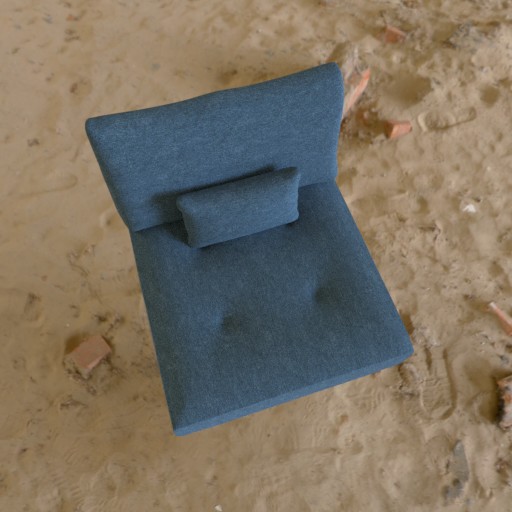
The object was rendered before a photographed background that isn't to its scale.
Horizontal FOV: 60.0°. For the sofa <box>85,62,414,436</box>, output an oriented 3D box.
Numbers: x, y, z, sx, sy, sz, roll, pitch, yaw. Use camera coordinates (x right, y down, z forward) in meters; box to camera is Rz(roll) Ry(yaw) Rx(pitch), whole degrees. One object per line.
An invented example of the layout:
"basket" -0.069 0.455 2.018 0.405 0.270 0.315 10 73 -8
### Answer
"sofa" 0.000 0.000 1.675 0.930 0.820 1.000 -16 65 -8
